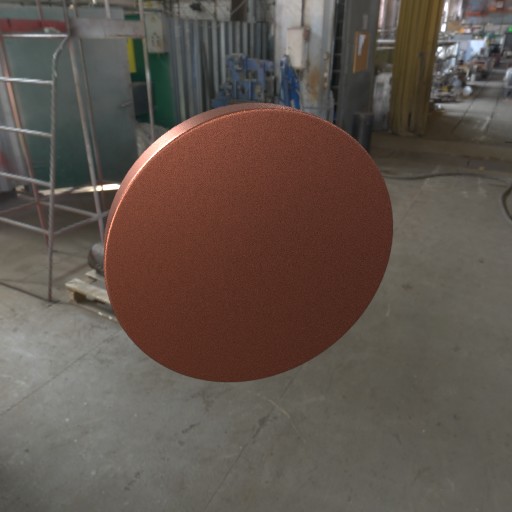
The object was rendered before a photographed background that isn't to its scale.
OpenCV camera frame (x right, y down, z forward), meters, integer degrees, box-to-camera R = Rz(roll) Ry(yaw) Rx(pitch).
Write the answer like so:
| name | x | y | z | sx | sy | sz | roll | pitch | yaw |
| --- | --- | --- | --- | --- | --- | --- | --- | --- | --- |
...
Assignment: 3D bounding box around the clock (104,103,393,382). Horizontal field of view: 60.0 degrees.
| name | x | y | z | sx | sy | sz | roll | pitch | yaw |
| --- | --- | --- | --- | --- | --- | --- | --- | --- | --- |
| clock | 0.000 | 0.000 | 0.483 | 0.313 | 0.313 | 0.040 | -8 | 27 | -15 |
